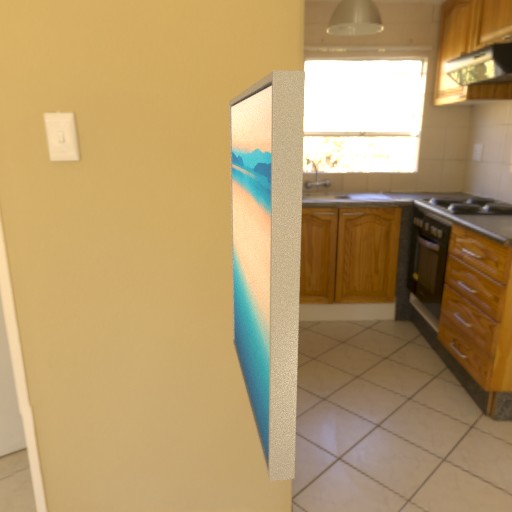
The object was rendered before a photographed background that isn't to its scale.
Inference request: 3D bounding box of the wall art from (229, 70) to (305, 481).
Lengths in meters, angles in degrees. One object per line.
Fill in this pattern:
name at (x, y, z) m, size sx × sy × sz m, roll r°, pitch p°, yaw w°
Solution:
wall art at (0.000, 0.000, 0.788) m, size 0.037 × 0.554 × 0.453 m, roll -3°, pitch 15°, yaw -9°
